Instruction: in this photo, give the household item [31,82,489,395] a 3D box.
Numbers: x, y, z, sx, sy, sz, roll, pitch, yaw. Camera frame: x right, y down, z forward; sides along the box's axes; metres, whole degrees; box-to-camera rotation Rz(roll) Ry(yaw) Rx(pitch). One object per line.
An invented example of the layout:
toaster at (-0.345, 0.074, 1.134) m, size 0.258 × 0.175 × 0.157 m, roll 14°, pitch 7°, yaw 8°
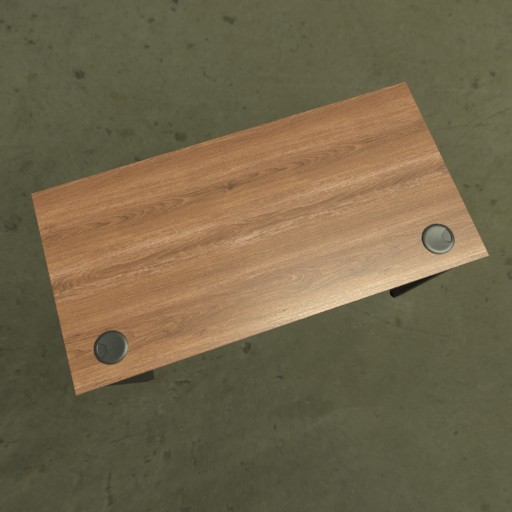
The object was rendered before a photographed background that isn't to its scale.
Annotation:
household item at (0.000, 0.000, 1.643) m, size 1.200 × 0.750 × 0.600 m, roll -18°, pitch 76°, yaw -5°
